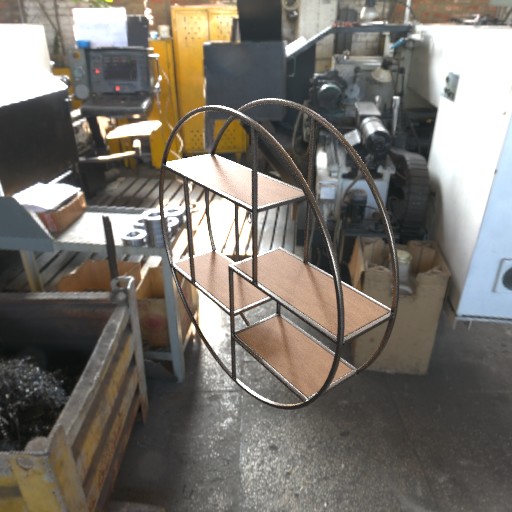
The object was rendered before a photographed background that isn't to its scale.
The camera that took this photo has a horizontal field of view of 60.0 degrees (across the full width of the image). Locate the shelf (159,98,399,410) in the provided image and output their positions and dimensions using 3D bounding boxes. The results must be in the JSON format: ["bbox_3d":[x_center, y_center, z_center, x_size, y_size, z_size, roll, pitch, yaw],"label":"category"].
[{"bbox_3d":[0.000,0.000,1.348,0.202,0.888,0.888,-19,34,-32],"label":"shelf"}]
